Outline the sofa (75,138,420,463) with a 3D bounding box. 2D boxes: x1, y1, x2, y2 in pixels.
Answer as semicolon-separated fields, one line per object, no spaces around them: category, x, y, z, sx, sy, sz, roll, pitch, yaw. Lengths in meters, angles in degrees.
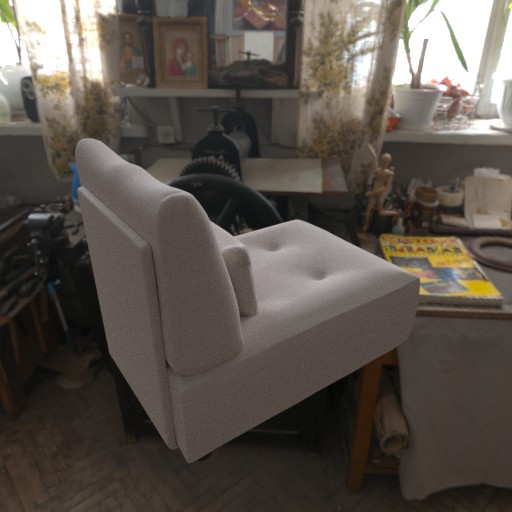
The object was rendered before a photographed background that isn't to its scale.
sofa;0.000;0.000;1.572;1.000;0.820;0.700;-18;32;-31
